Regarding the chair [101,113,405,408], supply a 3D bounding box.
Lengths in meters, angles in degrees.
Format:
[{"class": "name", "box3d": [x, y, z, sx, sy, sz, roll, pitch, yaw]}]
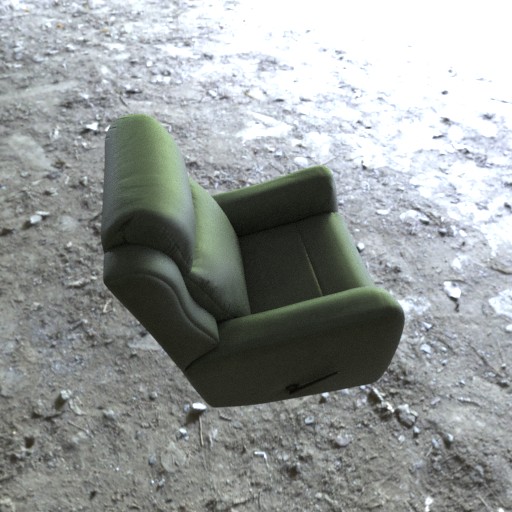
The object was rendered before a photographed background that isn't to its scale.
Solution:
[{"class": "chair", "box3d": [0.000, 0.000, 1.917, 1.068, 1.116, 0.967, -8, 48, -8]}]
